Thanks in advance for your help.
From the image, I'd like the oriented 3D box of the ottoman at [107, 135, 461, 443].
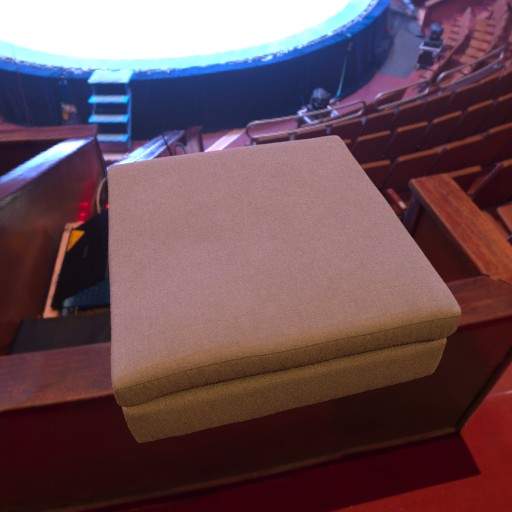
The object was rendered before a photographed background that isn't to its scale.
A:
[{"bbox_3d":[0.000,0.000,1.857,1.171,0.517,1.203,-10,47,-10],"label":"ottoman"}]
